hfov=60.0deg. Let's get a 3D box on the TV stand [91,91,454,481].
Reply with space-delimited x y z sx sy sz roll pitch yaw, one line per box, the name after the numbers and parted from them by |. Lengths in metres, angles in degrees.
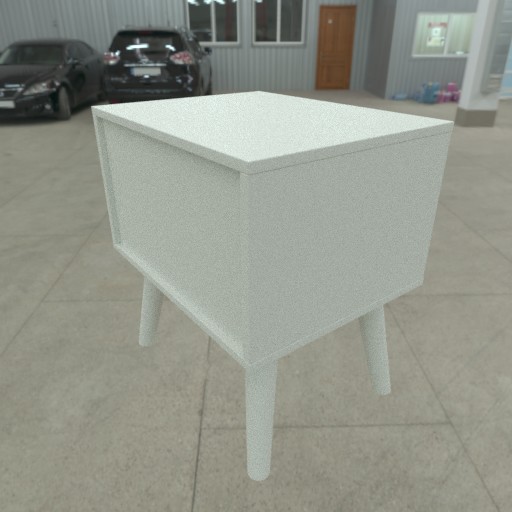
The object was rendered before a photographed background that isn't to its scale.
0.000 0.000 0.900 0.405 0.559 0.508 -19 32 -33 | TV stand
